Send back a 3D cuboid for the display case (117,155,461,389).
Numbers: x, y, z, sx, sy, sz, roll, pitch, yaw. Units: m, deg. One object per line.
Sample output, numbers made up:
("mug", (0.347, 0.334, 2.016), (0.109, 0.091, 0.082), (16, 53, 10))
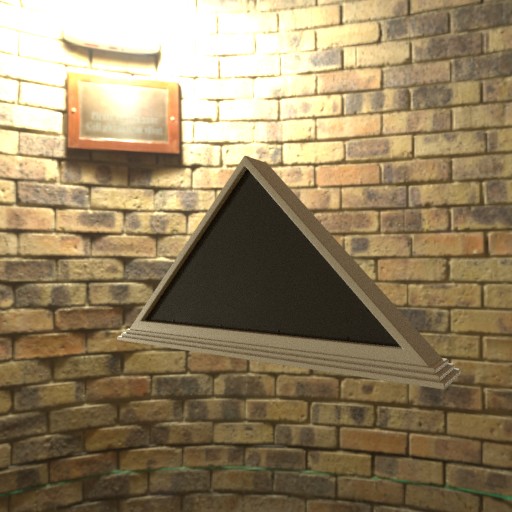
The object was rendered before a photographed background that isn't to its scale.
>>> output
("display case", (0.000, 0.000, 0.775), (0.640, 0.340, 0.095), (-1, -2, 36))
